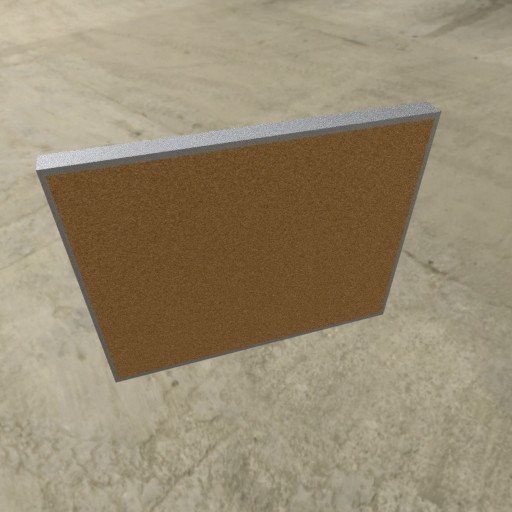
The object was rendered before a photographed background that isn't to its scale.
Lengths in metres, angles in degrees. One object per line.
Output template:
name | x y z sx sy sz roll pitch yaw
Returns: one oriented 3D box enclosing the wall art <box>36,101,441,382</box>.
wall art | 0.000 0.000 0.749 0.557 0.450 0.037 -12 43 -13
